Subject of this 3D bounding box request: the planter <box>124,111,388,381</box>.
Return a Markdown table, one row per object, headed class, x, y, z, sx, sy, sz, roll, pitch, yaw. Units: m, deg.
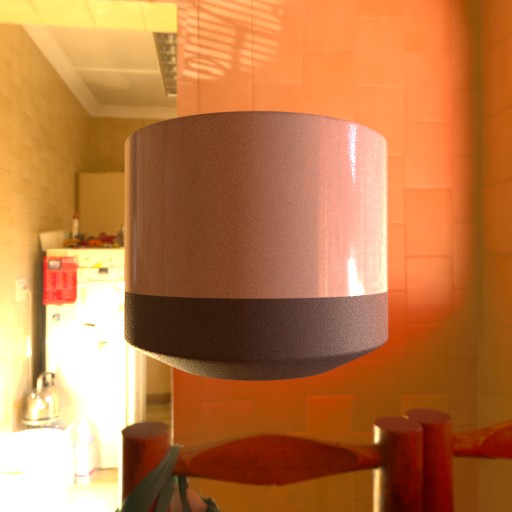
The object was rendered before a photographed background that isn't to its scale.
| class | x | y | z | sx | sy | sz | roll | pitch | yaw |
| --- | --- | --- | --- | --- | --- | --- | --- | --- | --- |
| planter | 0.000 | 0.000 | 0.225 | 0.128 | 0.105 | 0.128 | 0 | -1 | 0 |
